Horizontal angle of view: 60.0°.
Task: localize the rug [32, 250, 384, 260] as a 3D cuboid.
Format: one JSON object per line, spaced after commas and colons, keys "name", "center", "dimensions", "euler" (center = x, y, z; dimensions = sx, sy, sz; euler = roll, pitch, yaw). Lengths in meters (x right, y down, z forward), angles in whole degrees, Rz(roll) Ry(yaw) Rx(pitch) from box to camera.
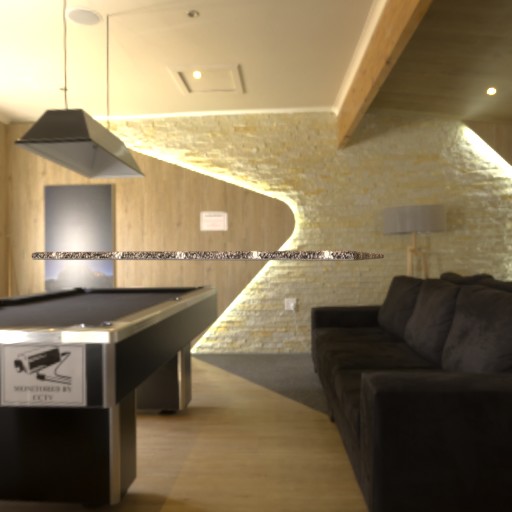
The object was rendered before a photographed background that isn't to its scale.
{"name": "rug", "center": [0.000, 0.000, 2.334], "dimensions": [1.219, 0.030, 1.778], "euler": [0, 0, 19]}
